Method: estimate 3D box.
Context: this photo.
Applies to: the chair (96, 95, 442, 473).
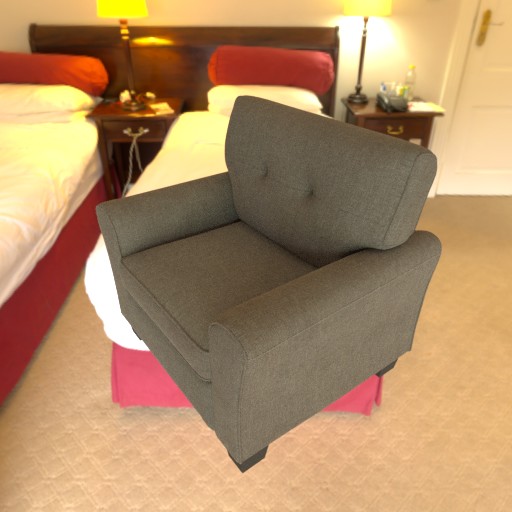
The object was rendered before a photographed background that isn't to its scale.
[{"bbox_3d":[0.000,0.000,1.559,0.816,0.890,0.941,-22,38,-31],"label":"chair"}]
